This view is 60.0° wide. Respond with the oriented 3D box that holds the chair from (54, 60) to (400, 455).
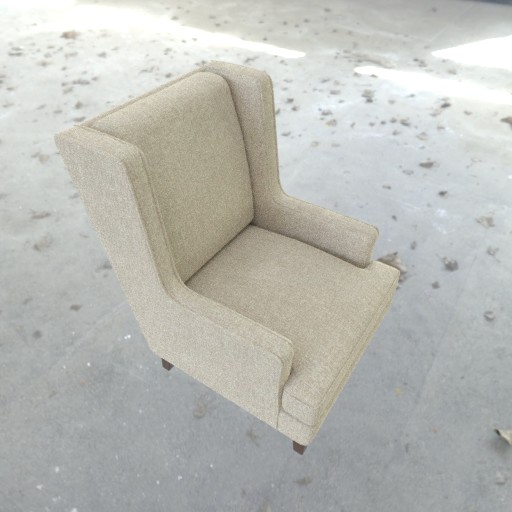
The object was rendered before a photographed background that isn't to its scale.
[{"bbox_3d":[0.000,0.000,1.690,0.948,1.082,0.764,24,48,24],"label":"chair"}]
